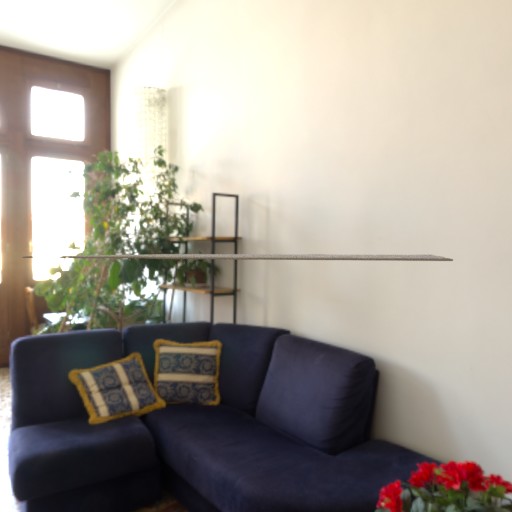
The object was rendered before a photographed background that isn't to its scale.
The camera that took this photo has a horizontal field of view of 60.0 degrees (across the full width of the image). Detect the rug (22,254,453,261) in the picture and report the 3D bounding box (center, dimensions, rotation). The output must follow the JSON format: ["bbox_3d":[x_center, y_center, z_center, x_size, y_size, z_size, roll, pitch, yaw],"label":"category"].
[{"bbox_3d":[0.000,0.000,4.356,3.359,0.020,2.448,0,1,19],"label":"rug"}]
